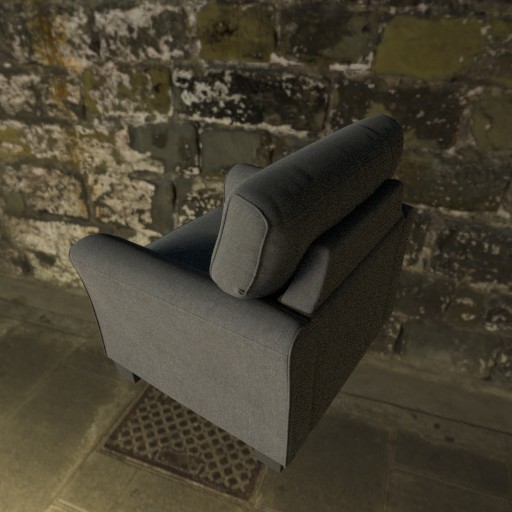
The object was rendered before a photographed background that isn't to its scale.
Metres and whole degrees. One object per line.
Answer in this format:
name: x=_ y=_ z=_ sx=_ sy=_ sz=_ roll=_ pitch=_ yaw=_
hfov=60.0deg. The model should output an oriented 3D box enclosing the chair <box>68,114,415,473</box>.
chair: x=0.000 y=0.000 z=1.567 sx=0.816 sy=0.890 sz=0.941 roll=19 pitch=36 yaw=29
